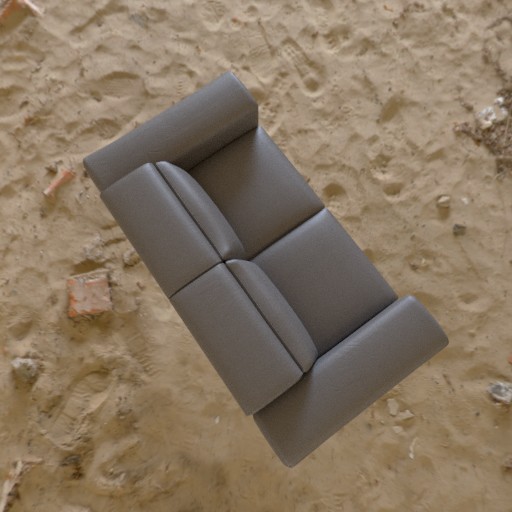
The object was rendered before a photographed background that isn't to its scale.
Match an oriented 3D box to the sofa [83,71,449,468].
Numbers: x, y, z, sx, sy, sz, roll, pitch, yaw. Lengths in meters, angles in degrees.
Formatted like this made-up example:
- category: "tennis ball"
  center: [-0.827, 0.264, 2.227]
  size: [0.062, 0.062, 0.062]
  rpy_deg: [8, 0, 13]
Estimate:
- category: "sofa"
  center: [0.000, 0.000, 2.485]
  size: [1.024, 0.753, 1.930]
  rpy_deg: [-35, 78, -9]
